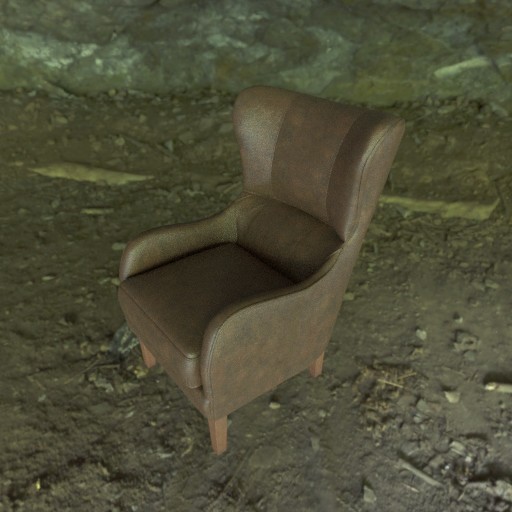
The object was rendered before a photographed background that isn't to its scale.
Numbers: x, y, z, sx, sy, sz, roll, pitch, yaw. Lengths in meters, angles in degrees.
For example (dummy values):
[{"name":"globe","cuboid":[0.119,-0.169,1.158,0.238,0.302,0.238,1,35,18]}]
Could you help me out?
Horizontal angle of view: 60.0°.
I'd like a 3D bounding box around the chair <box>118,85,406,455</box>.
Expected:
[{"name":"chair","cuboid":[0.000,0.000,1.627,0.914,1.048,0.692,-22,38,-32]}]
